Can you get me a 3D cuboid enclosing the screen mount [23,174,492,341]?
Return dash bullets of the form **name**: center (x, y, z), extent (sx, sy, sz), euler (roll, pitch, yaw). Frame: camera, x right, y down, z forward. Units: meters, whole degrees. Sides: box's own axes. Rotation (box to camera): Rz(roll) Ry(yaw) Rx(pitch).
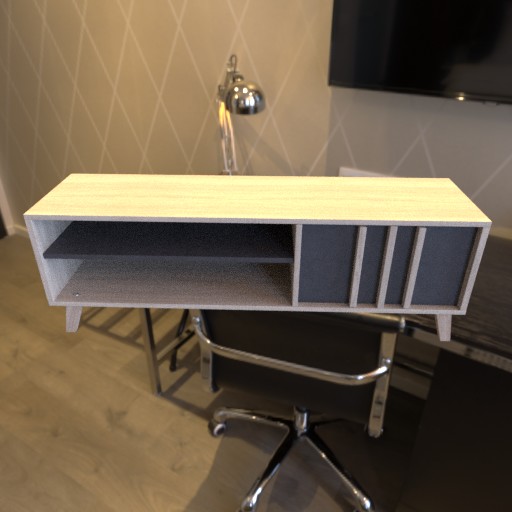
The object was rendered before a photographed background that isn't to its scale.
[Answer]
- **screen mount**: center (0.000, 0.000, 1.716), extent (1.500, 0.509, 0.401), euler (1, 30, 2)
